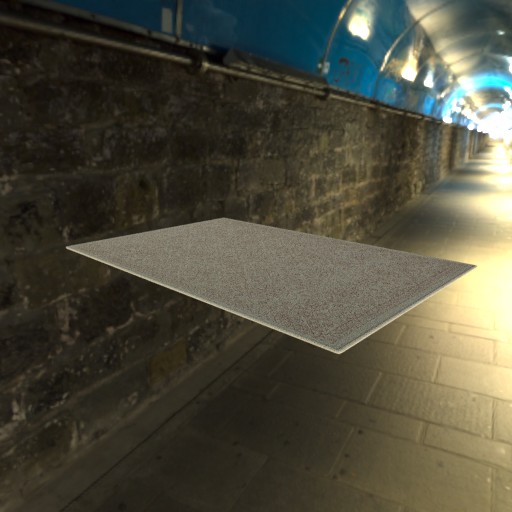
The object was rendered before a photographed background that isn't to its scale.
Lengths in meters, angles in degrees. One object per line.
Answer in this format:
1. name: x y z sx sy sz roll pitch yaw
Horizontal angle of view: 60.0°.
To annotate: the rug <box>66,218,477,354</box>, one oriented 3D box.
1. rug: 0.000 0.000 2.339 1.829 0.010 1.219 14 21 41
